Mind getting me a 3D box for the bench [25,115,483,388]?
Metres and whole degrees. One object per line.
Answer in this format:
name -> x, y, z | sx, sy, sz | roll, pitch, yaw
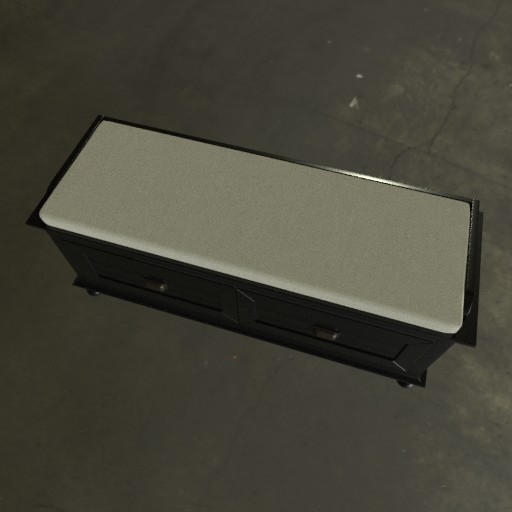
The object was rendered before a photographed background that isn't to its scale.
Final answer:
bench -> 0.000, 0.000, 1.380 | 1.185, 0.501, 0.402 | 15, 60, 9
